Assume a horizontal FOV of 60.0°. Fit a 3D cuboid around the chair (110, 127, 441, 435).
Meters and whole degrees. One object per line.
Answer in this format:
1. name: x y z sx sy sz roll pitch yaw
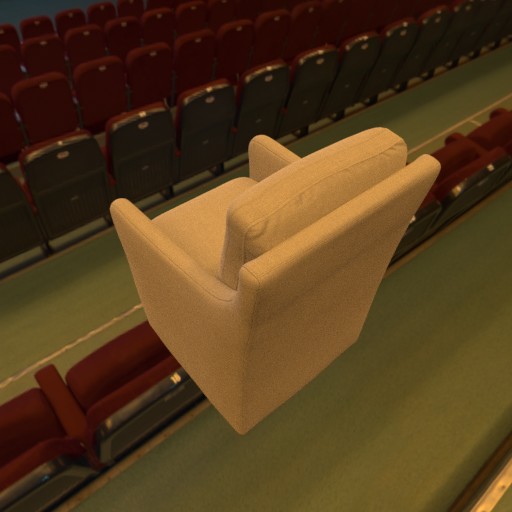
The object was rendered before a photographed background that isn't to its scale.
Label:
1. chair: 0.000 0.000 1.386 0.626 0.914 0.694 -31 54 -27
